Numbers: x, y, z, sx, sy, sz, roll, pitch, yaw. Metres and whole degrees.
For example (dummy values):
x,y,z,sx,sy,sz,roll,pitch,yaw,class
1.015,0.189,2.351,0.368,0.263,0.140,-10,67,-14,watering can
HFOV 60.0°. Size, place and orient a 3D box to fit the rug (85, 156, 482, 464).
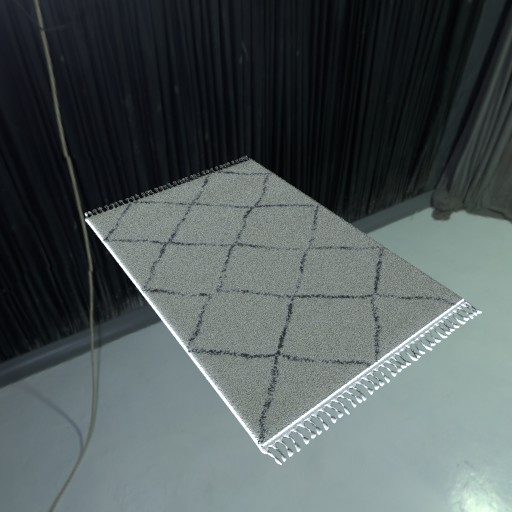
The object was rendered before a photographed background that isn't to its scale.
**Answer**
x,y,z,sx,sy,sz,roll,pitch,yaw,class
0.000,0.000,2.882,1.494,0.031,2.307,-26,47,-27,rug
